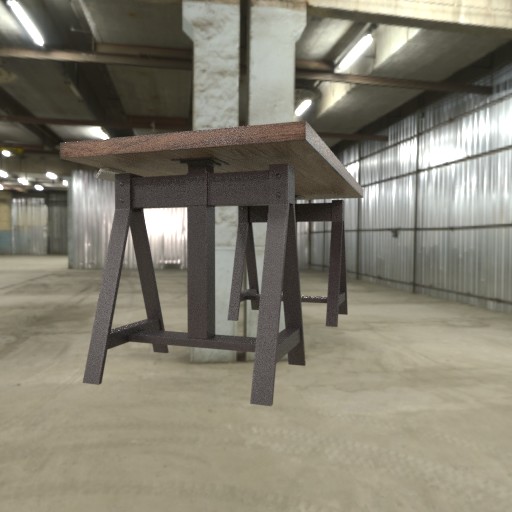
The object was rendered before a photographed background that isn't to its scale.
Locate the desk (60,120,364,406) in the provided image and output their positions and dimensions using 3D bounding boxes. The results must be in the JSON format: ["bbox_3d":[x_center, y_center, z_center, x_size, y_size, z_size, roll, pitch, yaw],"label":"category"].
[{"bbox_3d":[0.000,0.000,1.959,0.784,0.725,1.543,1,2,19],"label":"desk"}]
